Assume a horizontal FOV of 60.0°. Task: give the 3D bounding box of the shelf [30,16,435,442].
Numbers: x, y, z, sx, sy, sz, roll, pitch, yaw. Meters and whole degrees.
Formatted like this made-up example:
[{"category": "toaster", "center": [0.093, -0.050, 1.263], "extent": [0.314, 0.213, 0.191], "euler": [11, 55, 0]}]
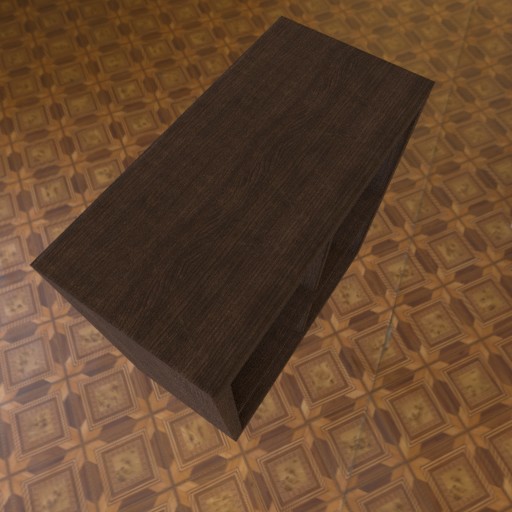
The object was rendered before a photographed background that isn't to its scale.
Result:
[{"category": "shelf", "center": [0.000, 0.000, 1.198], "extent": [0.390, 0.786, 0.790], "euler": [31, 67, 15]}]
